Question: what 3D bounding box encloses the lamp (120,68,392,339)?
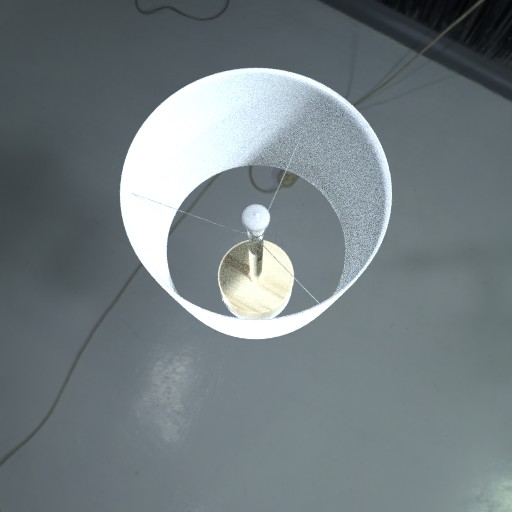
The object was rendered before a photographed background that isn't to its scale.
[{"bbox_3d":[0.000,0.000,0.597,0.229,0.470,0.229,30,77,8],"label":"lamp"}]
